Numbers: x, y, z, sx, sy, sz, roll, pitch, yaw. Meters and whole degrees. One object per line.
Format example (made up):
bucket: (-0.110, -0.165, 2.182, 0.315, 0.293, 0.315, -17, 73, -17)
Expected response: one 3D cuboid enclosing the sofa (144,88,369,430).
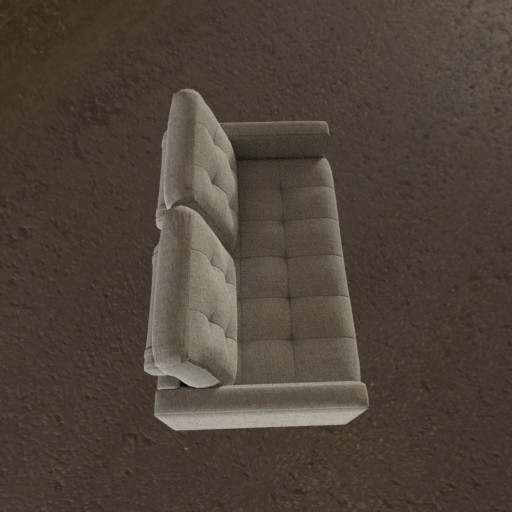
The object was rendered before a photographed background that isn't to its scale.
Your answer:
sofa: (0.000, 0.000, 2.017, 0.842, 0.907, 1.407, -2, 62, -1)
